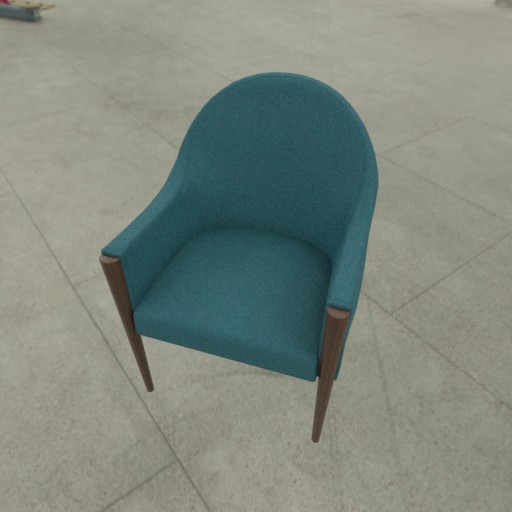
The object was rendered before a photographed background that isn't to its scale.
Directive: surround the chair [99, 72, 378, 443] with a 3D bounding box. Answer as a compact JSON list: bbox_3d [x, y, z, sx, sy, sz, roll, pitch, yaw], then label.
[{"bbox_3d":[0.000,0.000,1.372,0.656,0.907,0.652,12,42,13],"label":"chair"}]
